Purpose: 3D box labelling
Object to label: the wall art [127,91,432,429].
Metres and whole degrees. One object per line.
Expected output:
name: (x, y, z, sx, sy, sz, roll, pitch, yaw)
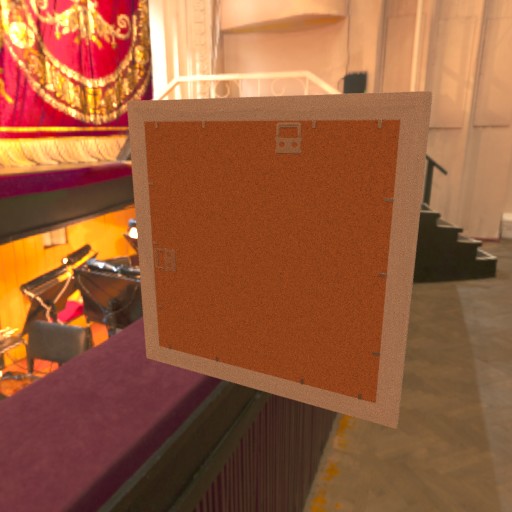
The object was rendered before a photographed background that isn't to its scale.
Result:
wall art: (0.000, 0.000, 0.864, 0.584, 0.584, 0.013, 8, 18, 26)
